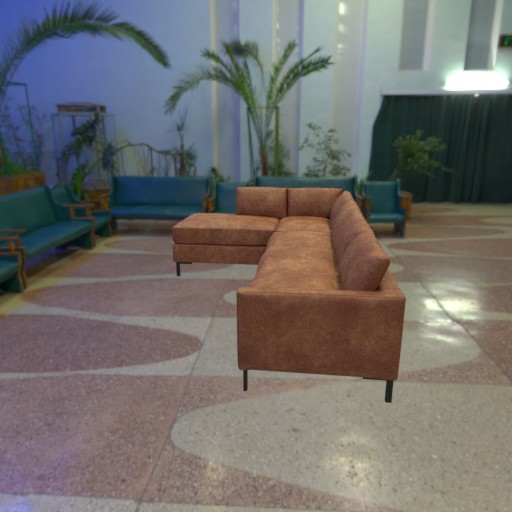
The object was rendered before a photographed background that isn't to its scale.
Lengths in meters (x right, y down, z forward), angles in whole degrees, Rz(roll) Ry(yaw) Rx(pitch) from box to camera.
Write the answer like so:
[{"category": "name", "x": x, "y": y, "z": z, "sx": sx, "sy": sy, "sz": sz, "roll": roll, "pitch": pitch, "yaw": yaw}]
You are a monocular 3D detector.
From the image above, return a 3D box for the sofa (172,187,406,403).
[{"category": "sofa", "x": 0.000, "y": 0.000, "z": 3.872, "sx": 1.938, "sy": 0.877, "sz": 2.984, "roll": 2, "pitch": 16, "yaw": 7}]
